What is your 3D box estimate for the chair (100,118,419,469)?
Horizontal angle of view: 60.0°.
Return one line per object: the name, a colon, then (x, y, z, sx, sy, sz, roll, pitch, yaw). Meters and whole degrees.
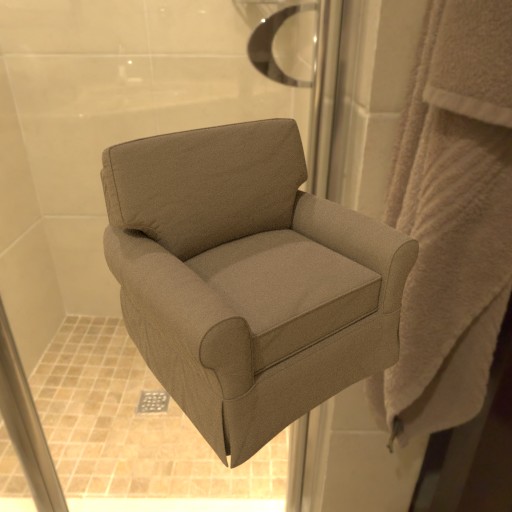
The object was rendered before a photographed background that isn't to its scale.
chair: (0.000, 0.000, 1.943, 1.135, 1.017, 0.988, -19, 34, -32)
